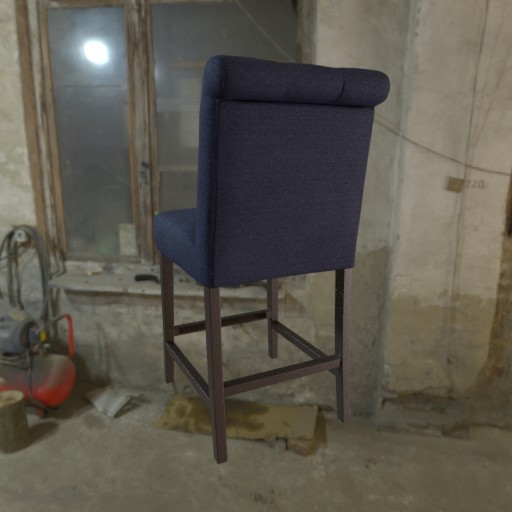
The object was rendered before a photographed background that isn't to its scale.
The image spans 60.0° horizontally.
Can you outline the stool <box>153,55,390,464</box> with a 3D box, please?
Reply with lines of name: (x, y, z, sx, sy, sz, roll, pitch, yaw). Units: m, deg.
stool: (0.000, 0.000, 1.341, 0.493, 1.010, 0.601, -7, 15, -26)
